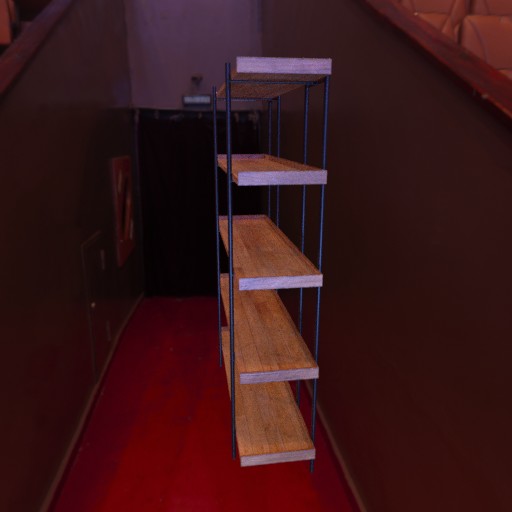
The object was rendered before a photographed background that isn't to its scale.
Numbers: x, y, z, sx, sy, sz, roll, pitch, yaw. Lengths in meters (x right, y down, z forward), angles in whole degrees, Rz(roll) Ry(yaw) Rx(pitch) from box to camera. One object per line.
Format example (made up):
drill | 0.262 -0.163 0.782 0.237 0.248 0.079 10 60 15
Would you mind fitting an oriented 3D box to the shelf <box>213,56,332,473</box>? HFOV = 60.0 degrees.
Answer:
shelf | 0.000 0.000 2.432 0.379 1.826 1.371 -2 16 -8
